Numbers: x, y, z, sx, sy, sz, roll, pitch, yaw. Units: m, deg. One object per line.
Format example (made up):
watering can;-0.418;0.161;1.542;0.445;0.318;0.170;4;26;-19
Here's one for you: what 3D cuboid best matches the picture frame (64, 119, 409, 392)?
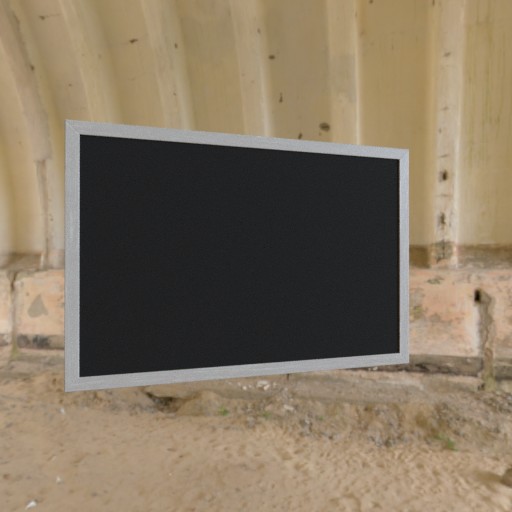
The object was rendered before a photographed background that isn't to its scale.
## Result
picture frame;0.000;0.000;1.197;0.950;0.640;0.029;0;0;-18
